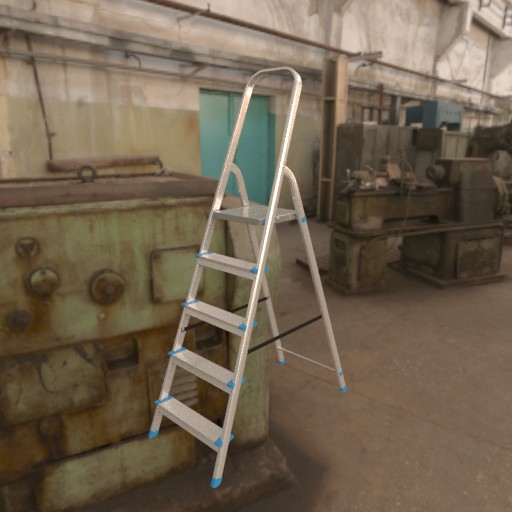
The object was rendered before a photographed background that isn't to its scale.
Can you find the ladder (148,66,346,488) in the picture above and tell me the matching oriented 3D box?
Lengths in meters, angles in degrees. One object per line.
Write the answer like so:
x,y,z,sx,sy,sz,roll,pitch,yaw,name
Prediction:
0.000,0.000,2.061,0.468,1.648,0.990,14,20,41,ladder
